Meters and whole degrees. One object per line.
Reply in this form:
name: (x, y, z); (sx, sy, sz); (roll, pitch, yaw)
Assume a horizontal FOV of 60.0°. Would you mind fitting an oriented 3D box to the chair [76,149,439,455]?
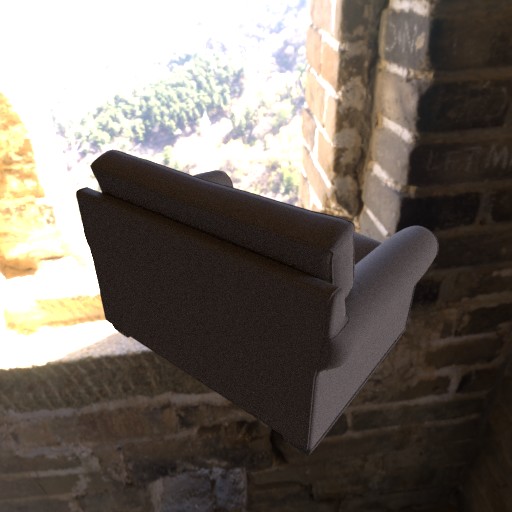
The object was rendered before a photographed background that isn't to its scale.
chair: (0.000, 0.000, 2.050); (1.390, 0.930, 0.930); (22, 37, 32)
